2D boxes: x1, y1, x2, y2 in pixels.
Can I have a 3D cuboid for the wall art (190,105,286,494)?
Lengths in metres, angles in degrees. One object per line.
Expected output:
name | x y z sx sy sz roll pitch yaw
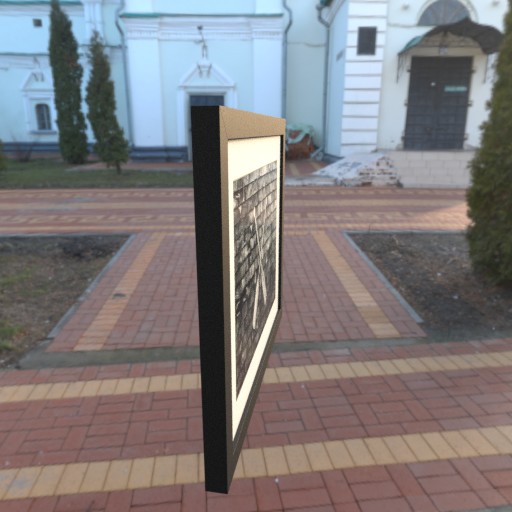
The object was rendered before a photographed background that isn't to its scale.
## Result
wall art | 0.000 0.000 0.753 0.029 0.457 0.558 3 16 10
